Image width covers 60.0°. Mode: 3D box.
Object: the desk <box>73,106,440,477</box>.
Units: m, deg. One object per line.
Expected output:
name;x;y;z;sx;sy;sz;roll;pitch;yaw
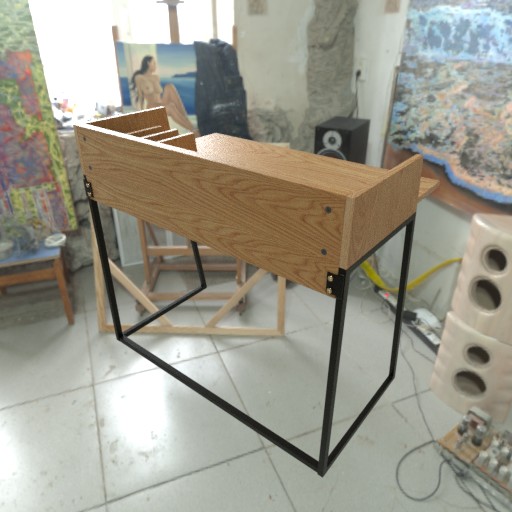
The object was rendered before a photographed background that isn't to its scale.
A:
desk;0.000;0.000;1.880;1.191;1.061;0.769;21;36;33
